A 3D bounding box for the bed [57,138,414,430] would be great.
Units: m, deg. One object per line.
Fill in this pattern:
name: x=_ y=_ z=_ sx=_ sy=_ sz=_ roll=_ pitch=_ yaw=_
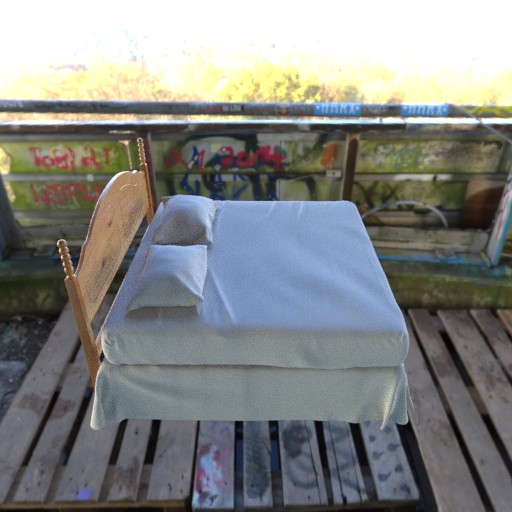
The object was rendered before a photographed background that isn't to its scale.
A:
bed: x=0.000 y=0.000 z=3.595 sx=2.219 sy=1.355 sz=2.322 roll=0 pitch=32 yaw=1
